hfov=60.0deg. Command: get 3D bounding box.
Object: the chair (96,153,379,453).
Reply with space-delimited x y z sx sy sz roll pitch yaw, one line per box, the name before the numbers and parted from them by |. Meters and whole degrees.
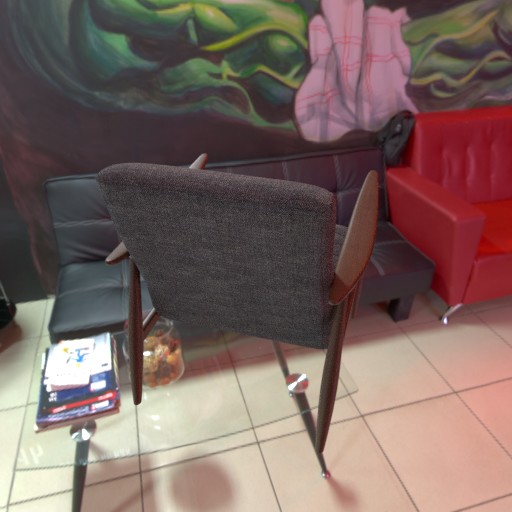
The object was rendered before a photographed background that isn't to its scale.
chair | 0.000 0.000 1.473 0.741 0.832 0.798 9 33 14
